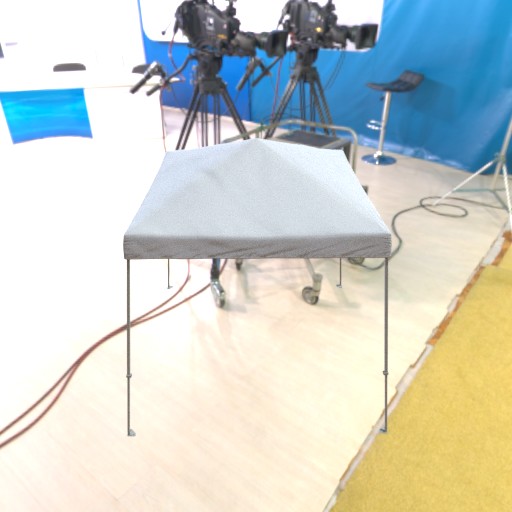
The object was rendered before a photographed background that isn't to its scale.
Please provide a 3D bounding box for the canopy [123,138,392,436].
[{"bbox_3d":[0.000,0.000,5.333,2.849,2.850,2.850,0,31,-1],"label":"canopy"}]
